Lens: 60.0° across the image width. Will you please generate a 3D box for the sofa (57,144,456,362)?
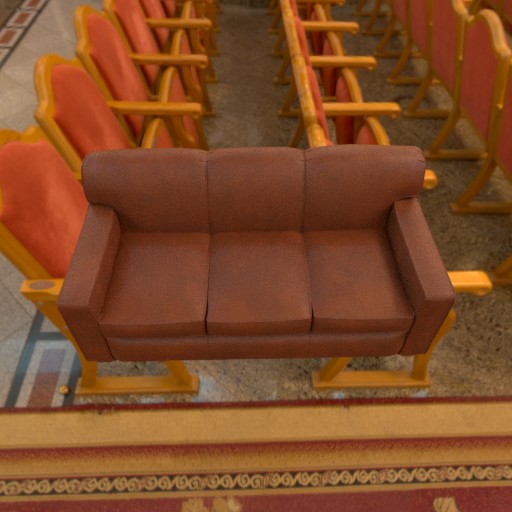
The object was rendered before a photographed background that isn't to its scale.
[{"bbox_3d":[0.000,0.000,2.634,2.039,0.953,1.008,-1,47,-1],"label":"sofa"}]
